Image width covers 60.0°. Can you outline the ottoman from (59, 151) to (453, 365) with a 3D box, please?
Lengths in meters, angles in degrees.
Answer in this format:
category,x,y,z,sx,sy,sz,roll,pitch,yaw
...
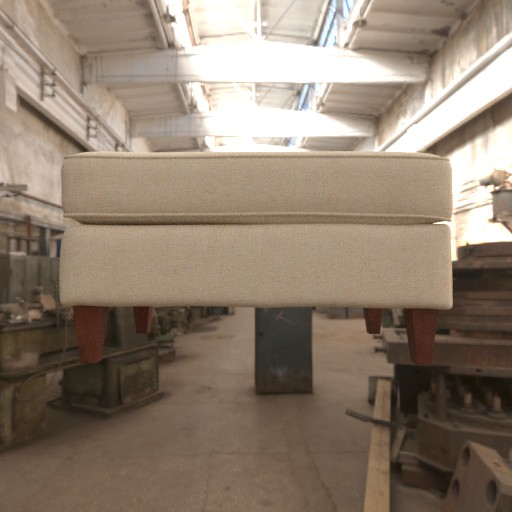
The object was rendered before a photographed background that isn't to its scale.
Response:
category,x,y,z,sx,sy,sz,roll,pitch,yaw
ottoman,0.000,0.000,1.211,0.862,0.484,0.583,0,-2,1
